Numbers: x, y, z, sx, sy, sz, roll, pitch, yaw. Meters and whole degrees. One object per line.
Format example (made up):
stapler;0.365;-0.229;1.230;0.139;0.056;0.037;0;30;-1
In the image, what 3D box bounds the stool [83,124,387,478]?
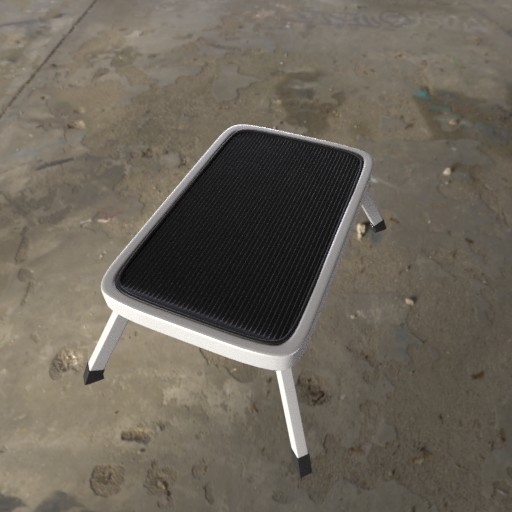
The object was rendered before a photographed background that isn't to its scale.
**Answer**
stool;0.000;0.000;0.629;0.320;0.170;0.460;17;50;15
